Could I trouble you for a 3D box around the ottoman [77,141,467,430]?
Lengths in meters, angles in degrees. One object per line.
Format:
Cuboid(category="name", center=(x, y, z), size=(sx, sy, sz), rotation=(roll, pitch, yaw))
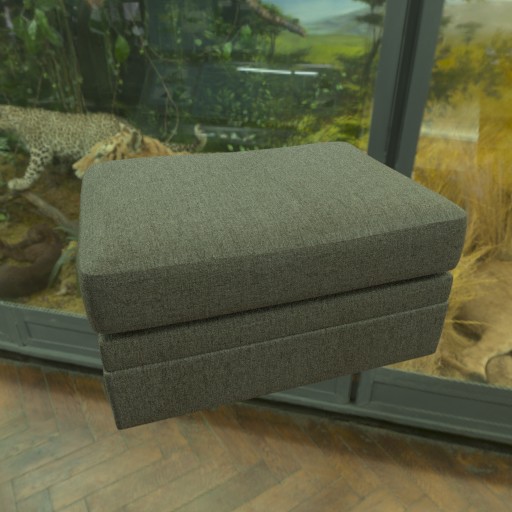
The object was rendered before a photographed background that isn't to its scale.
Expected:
Cuboid(category="ottoman", center=(0.000, 0.000, 1.239), size=(0.885, 0.478, 0.637), rotation=(-9, 32, -15))
